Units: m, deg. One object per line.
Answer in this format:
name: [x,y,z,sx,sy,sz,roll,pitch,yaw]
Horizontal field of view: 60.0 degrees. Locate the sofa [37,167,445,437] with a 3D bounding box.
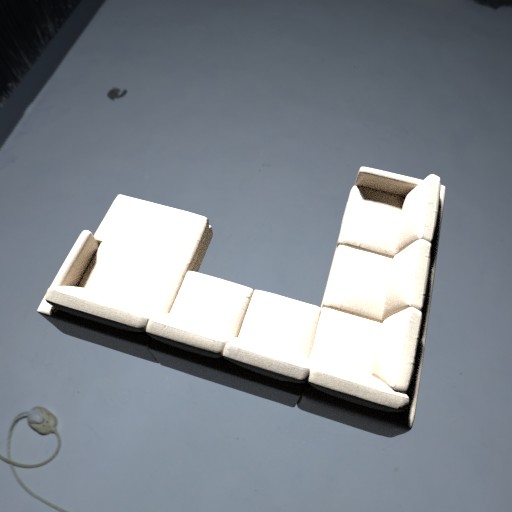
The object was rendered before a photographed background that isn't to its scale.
sofa: [0.000,0.000,4.595,3.460,0.961,2.594,15,63,8]
